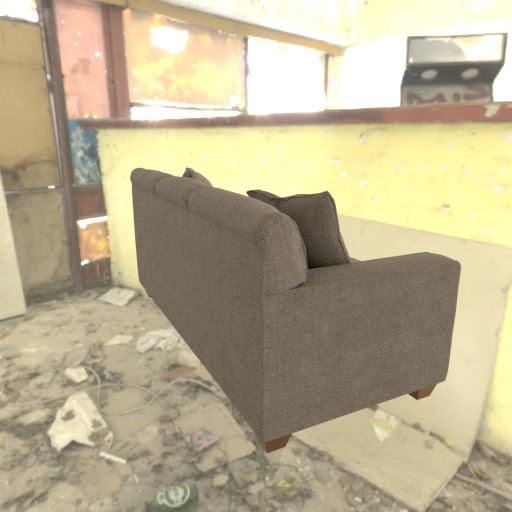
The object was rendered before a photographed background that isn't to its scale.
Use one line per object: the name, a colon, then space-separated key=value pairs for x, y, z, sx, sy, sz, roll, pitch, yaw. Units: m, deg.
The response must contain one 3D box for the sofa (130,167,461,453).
sofa: x=0.000 y=0.000 z=2.554 sx=0.997 sy=0.958 sz=2.024 roll=-8 pitch=17 yaw=-26
